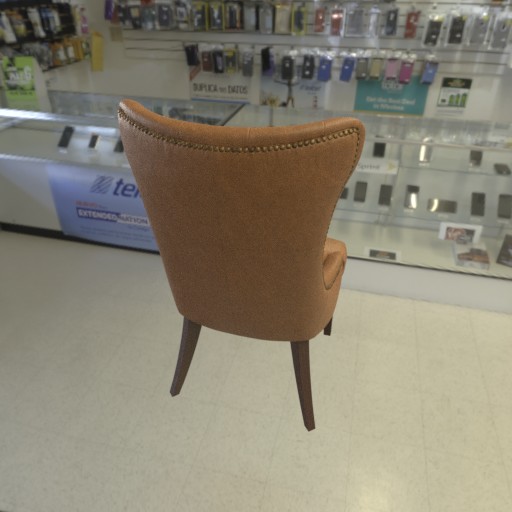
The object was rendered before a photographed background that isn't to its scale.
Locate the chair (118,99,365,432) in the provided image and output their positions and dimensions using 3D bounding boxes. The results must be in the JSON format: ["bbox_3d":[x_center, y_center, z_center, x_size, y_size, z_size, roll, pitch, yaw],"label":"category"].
[{"bbox_3d":[0.000,0.000,1.465,0.611,1.065,0.669,9,34,14],"label":"chair"}]
